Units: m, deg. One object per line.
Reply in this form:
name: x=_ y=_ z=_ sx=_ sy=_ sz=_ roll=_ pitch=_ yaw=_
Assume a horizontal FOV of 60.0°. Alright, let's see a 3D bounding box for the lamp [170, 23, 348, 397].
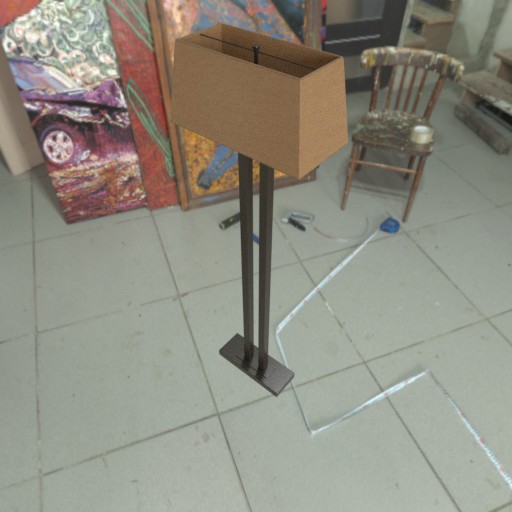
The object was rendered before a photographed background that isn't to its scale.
lamp: x=0.000 y=0.000 z=1.624 sx=0.475 sy=1.469 sz=0.233 roll=30 pitch=52 yaw=27
